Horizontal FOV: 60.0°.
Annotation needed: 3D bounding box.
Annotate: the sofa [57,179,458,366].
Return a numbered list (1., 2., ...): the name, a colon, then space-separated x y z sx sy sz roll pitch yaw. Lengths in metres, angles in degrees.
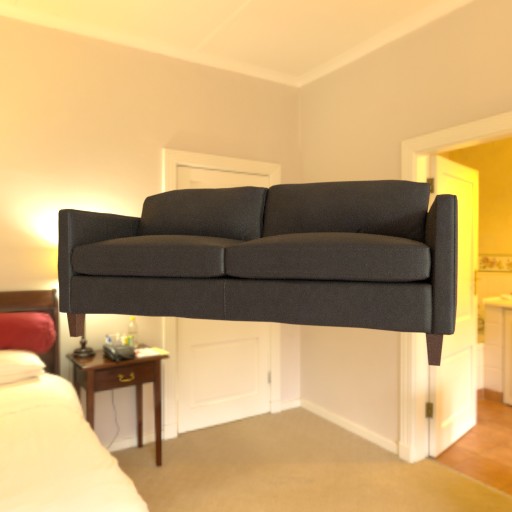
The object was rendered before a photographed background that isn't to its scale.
1. sofa: 0.000 0.000 2.432 1.971 0.863 0.933 0 1 19
